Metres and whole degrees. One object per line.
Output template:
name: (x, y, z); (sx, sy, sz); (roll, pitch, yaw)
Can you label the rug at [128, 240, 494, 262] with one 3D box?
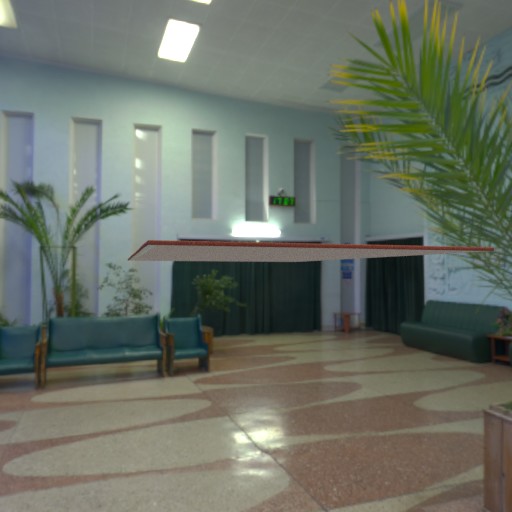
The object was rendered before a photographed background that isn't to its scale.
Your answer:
rug: (0.000, 0.000, 2.281); (1.219, 0.014, 1.829); (1, -2, -18)
